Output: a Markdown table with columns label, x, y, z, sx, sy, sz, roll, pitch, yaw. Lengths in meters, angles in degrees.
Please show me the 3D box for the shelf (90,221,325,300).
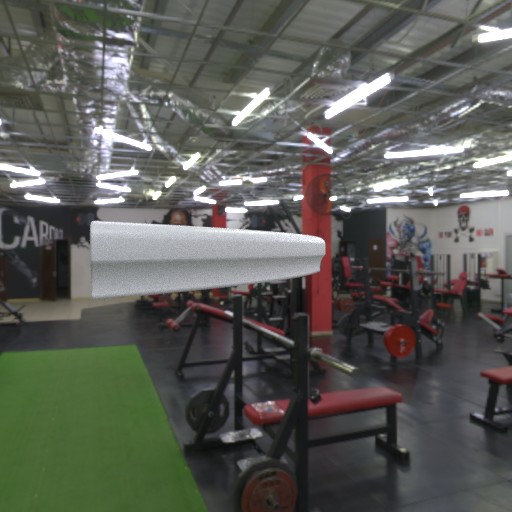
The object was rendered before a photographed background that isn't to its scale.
| label | x | y | z | sx | sy | sz | roll | pitch | yaw |
| --- | --- | --- | --- | --- | --- | --- | --- | --- | --- |
| shelf | 0.000 | 0.000 | 0.464 | 0.310 | 0.050 | 0.310 | 0 | 1 | -18 |
